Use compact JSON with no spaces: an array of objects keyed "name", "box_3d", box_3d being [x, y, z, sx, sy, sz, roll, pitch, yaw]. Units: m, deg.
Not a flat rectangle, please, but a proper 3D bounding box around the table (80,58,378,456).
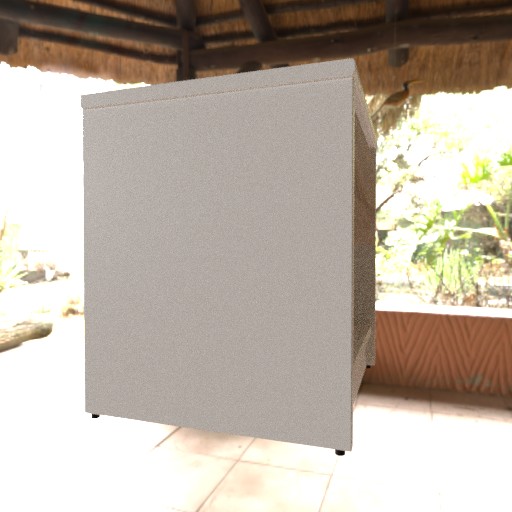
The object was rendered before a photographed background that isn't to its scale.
[{"name":"table","box_3d":[0.000,0.000,0.766,0.380,0.460,0.420,0,1,19]}]
